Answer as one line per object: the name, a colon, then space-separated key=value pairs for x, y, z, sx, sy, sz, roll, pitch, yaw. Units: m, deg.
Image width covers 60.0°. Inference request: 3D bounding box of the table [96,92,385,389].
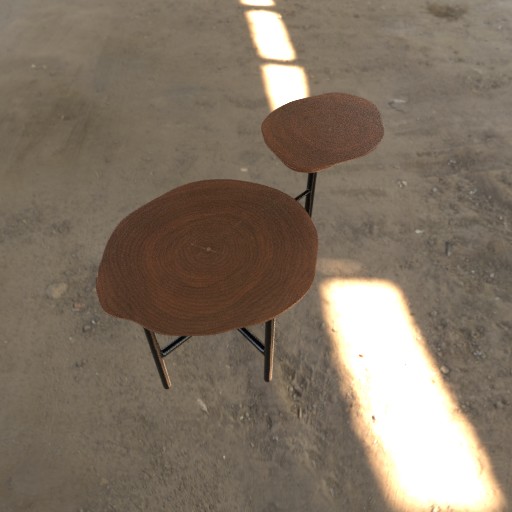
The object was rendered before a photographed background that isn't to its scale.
table: x=0.000 y=0.000 z=1.093 sx=0.759 sy=0.538 sz=0.442 roll=-34 pitch=56 yaw=-27
